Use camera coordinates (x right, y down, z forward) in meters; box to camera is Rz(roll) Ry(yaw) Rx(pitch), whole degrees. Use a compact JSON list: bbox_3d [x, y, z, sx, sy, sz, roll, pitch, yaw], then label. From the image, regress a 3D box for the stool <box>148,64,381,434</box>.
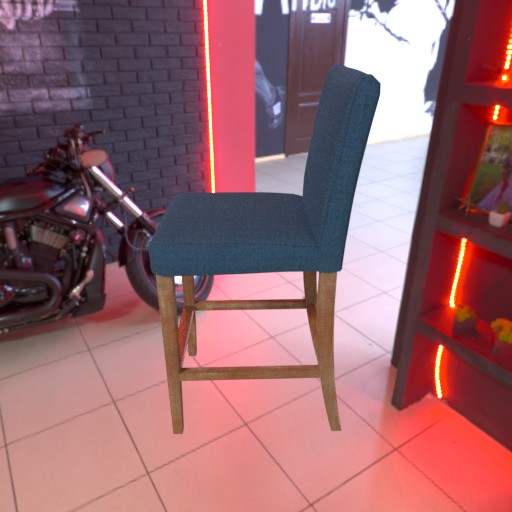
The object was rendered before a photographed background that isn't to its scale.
[{"bbox_3d":[0.000,0.000,1.393,0.574,1.088,0.454,0,26,0],"label":"stool"}]
